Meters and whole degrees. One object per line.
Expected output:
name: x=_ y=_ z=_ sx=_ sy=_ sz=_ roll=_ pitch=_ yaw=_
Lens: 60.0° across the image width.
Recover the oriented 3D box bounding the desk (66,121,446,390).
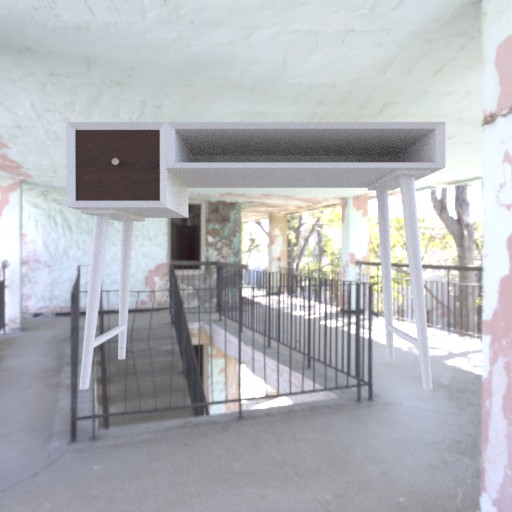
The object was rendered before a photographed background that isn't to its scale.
desk: x=0.000 y=0.000 z=1.447 sx=1.069 sy=0.761 sz=0.409 roll=0 pitch=1 yaw=0
